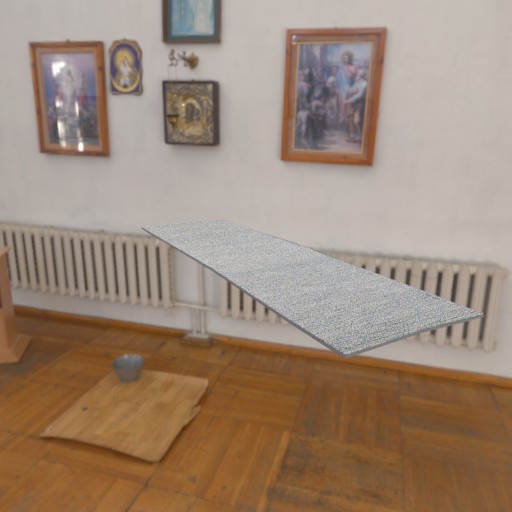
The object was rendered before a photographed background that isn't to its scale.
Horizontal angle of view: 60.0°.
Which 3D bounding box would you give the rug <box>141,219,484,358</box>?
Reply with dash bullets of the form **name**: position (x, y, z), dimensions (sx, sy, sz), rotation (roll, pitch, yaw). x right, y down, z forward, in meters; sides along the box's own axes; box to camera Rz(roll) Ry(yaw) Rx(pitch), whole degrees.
- **rug**: position (0.000, 0.000, 2.483), dimensions (0.675, 0.037, 2.341), rotation (-8, 17, -28)
